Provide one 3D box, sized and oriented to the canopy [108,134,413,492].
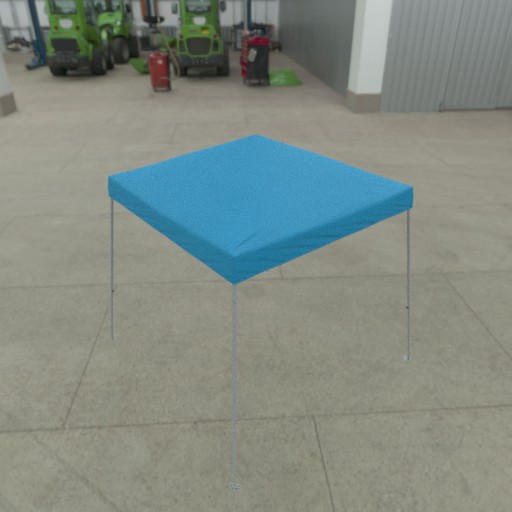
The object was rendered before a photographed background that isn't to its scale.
[{"bbox_3d":[0.000,0.000,6.599,3.600,3.600,3.599,-22,36,-33],"label":"canopy"}]
